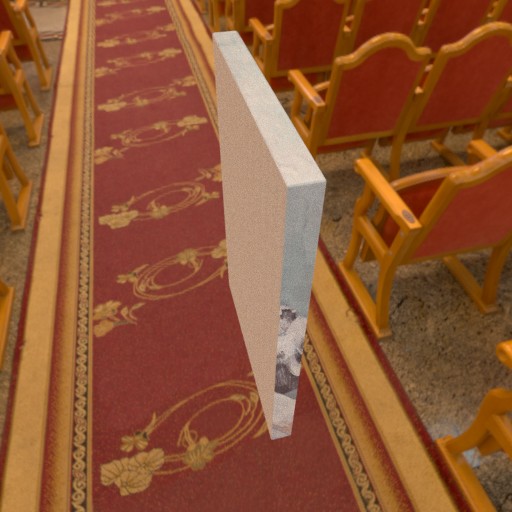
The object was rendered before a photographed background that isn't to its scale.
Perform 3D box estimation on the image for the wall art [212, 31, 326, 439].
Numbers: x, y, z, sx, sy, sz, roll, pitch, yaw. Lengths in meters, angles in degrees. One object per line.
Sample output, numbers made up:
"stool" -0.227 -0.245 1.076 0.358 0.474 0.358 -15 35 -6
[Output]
"wall art" 0.000 0.000 1.166 0.061 0.911 0.609 -10 47 -10
